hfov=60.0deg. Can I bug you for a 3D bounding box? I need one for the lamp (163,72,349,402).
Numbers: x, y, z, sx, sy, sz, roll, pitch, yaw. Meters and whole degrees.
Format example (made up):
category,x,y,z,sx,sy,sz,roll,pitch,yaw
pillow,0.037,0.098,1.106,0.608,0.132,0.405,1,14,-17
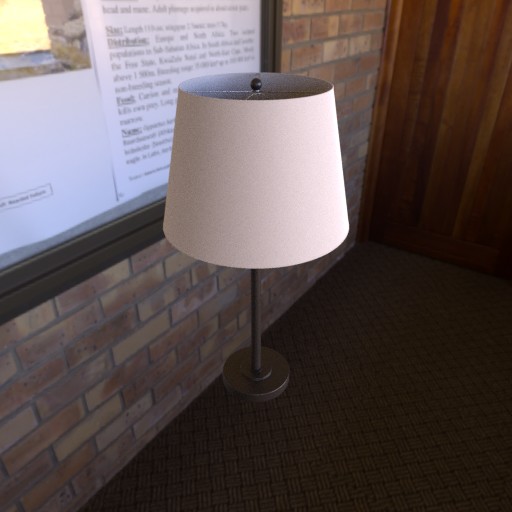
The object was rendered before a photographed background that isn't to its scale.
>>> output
category,x,y,z,sx,sy,sz,roll,pitch,yaw
lamp,0.000,0.000,0.923,0.363,0.696,0.363,0,31,0
